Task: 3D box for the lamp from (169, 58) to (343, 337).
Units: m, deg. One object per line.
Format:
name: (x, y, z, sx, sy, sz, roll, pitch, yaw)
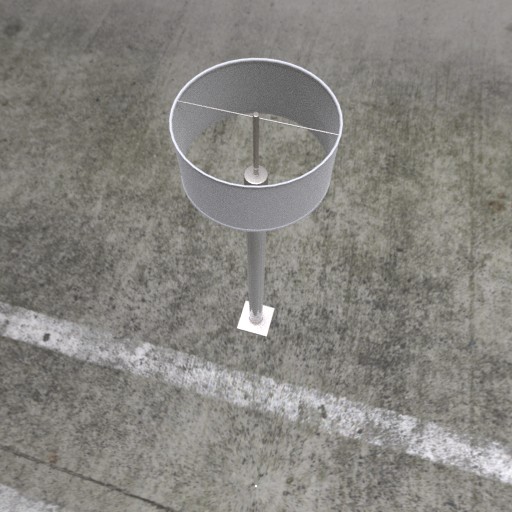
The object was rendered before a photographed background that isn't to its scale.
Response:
lamp: (0.000, 0.000, 1.717, 0.420, 1.475, 0.420, 14, 63, 7)
